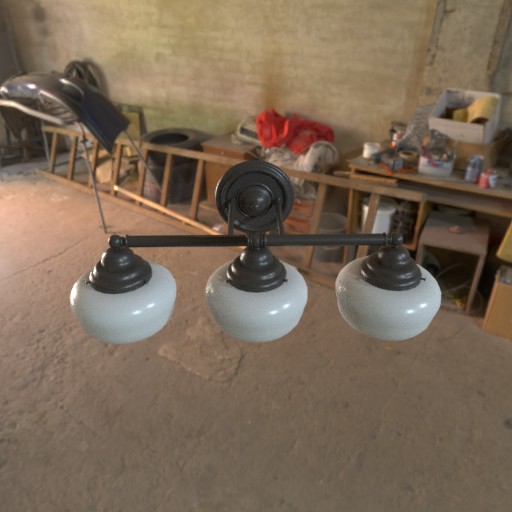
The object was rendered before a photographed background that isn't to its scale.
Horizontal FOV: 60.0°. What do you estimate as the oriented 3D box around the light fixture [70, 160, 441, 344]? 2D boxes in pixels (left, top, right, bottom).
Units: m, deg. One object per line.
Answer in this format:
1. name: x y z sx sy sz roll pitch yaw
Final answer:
1. light fixture: 0.000 0.000 0.722 0.587 0.242 0.239 -1 31 -1
